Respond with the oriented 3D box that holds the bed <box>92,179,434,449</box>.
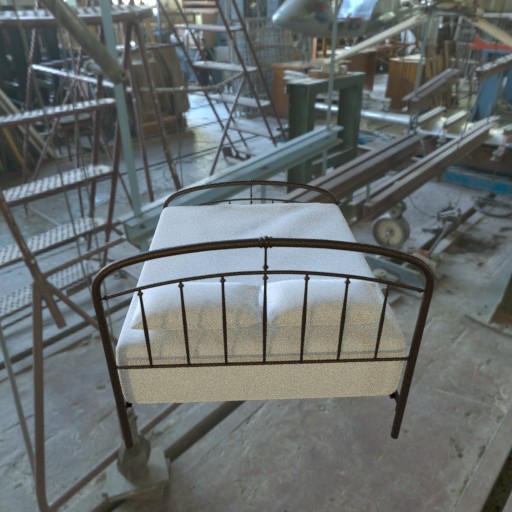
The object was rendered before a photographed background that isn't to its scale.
[{"bbox_3d":[0.000,0.000,3.311,1.711,1.425,2.180,-1,30,-2],"label":"bed"}]
